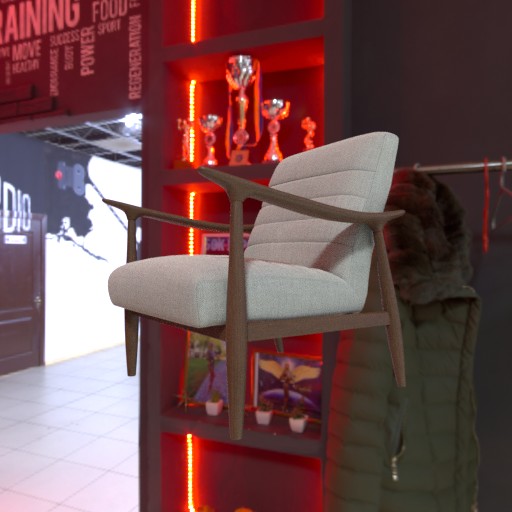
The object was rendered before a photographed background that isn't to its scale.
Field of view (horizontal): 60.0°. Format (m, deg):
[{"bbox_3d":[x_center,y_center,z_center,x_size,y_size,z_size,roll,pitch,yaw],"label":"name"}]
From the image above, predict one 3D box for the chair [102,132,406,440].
[{"bbox_3d":[0.000,0.000,1.453,0.798,0.832,0.741,0,0,-36],"label":"chair"}]
